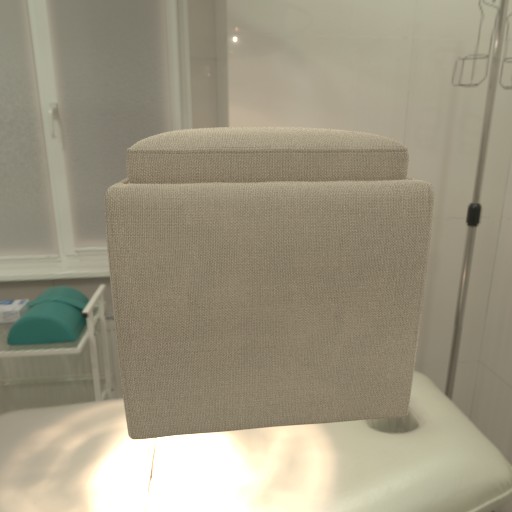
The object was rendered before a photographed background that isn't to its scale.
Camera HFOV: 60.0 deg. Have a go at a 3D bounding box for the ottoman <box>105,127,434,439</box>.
[{"bbox_3d":[0.000,0.000,0.823,0.451,0.460,0.450,-2,16,-7],"label":"ottoman"}]
